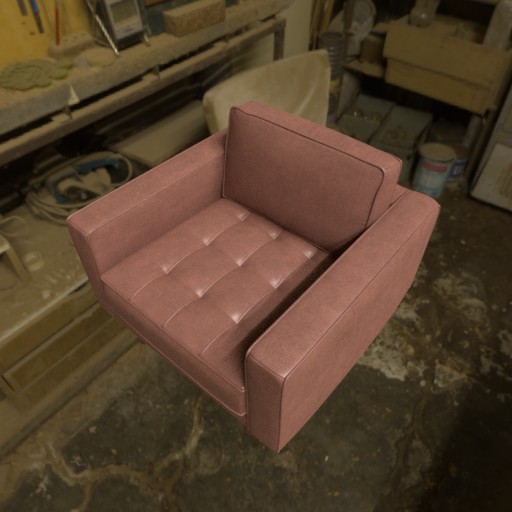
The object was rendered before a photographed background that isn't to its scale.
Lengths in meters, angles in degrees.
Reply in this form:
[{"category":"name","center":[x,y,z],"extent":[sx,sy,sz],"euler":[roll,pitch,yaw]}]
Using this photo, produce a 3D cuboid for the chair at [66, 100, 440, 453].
[{"category":"chair","center":[0.000,0.000,1.556],"extent":[0.920,0.770,0.900],"euler":[31,53,27]}]
